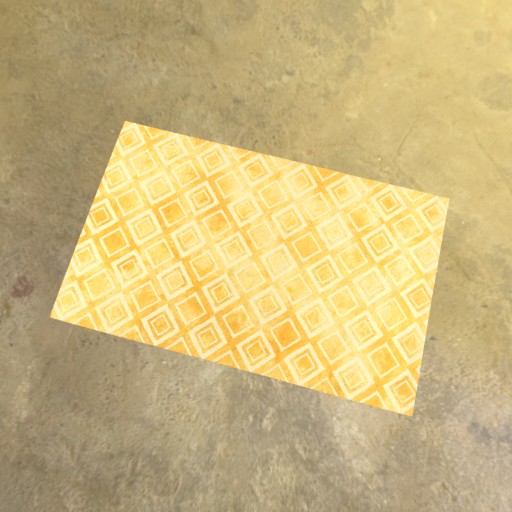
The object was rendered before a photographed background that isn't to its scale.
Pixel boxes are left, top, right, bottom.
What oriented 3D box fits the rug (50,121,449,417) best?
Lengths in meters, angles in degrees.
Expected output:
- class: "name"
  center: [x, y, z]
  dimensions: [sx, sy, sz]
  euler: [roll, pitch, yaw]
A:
- class: "rug"
  center: [0.000, 0.000, 3.031]
  dimensions: [2.424, 0.010, 1.511]
  euler: [14, 76, 4]
